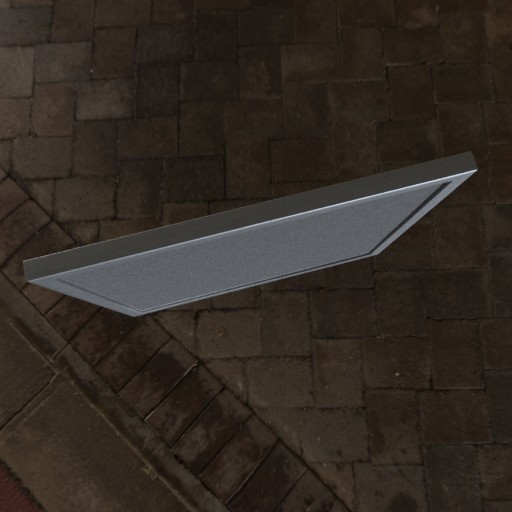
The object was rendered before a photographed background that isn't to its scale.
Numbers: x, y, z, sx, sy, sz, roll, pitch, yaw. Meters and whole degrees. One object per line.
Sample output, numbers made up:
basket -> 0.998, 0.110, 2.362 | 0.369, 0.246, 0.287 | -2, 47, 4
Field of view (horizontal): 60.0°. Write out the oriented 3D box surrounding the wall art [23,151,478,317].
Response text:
wall art -> 0.000, 0.000, 0.752 | 0.556, 0.457, 0.028 | -14, 78, -3
